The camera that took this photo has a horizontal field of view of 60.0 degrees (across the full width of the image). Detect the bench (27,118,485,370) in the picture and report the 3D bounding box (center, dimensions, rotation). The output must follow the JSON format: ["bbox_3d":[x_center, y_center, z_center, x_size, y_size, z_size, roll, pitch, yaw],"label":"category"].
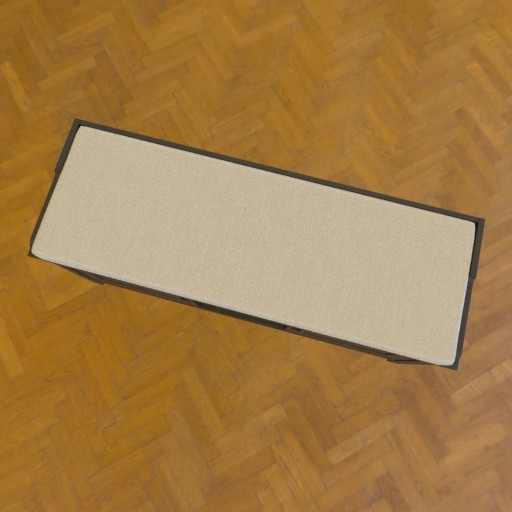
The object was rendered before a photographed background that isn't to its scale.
[{"bbox_3d":[0.000,0.000,1.373,1.140,0.501,0.398,15,77,3],"label":"bench"}]
